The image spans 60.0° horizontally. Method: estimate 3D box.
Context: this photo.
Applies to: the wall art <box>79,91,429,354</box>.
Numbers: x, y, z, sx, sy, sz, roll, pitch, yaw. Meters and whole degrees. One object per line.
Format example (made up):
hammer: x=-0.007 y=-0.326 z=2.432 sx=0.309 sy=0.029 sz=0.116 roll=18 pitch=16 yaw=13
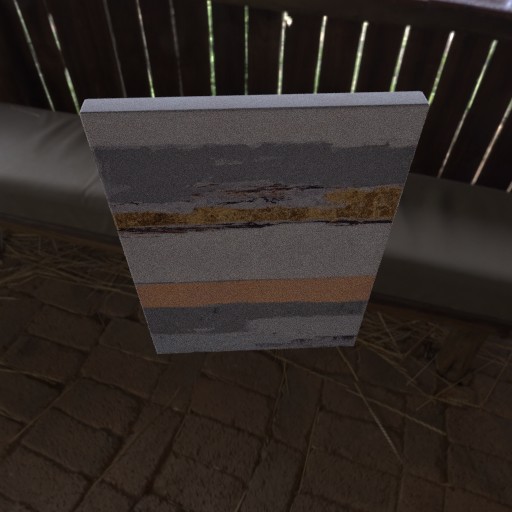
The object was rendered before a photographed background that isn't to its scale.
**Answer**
wall art: x=0.000 y=0.000 z=0.812 sx=0.456 sy=0.609 sz=0.038 roll=-2 pitch=48 yaw=-2
